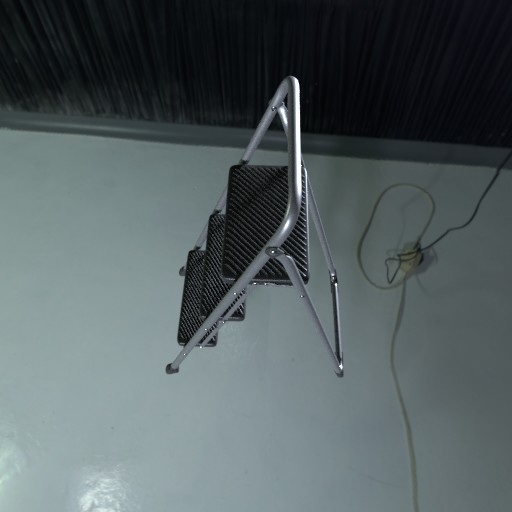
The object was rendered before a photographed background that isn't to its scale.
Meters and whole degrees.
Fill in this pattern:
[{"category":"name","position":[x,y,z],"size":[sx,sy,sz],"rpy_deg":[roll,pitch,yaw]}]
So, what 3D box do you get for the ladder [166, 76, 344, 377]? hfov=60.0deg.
[{"category":"ladder","position":[0.000,0.000,1.262],"size":[0.629,0.945,0.430],"rpy_deg":[2,59,1]}]
